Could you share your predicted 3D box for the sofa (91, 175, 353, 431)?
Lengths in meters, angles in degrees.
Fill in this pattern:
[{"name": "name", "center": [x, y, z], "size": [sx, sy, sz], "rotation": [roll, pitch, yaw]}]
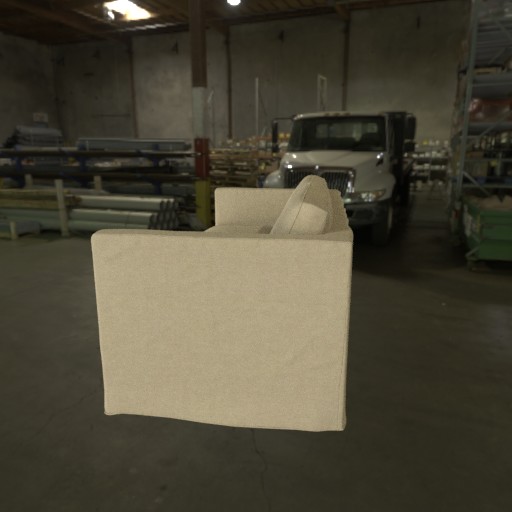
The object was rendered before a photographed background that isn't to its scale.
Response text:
[{"name": "sofa", "center": [0.000, 0.000, 2.492], "size": [0.962, 0.835, 1.959], "rotation": [2, 14, 9]}]
